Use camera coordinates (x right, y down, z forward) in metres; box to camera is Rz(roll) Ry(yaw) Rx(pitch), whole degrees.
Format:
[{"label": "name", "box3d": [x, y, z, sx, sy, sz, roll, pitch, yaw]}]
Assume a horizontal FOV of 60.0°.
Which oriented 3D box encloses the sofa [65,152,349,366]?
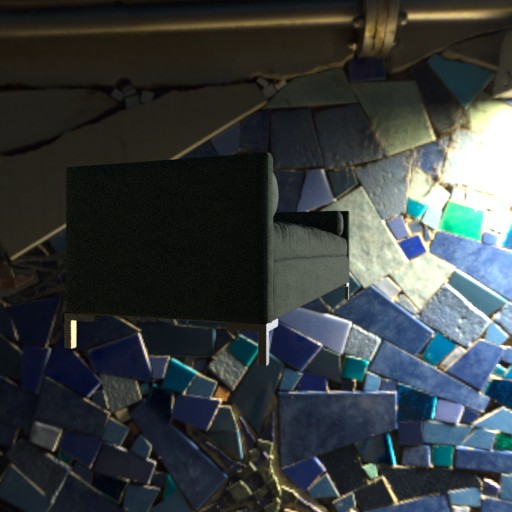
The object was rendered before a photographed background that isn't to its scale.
[{"label": "sofa", "box3d": [0.000, 0.000, 2.459, 0.797, 0.657, 2.102, 0, 0, 19]}]
